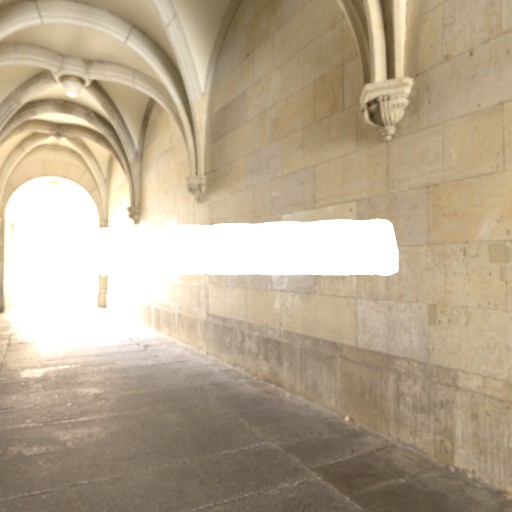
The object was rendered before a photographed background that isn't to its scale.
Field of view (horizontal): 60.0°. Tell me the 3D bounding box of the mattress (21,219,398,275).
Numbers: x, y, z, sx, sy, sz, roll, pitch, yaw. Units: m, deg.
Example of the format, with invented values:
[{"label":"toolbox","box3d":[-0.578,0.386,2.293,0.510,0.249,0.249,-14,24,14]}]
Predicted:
[{"label":"mattress","box3d":[0.000,0.000,2.633,1.600,0.200,1.900,-1,-2,18]}]
